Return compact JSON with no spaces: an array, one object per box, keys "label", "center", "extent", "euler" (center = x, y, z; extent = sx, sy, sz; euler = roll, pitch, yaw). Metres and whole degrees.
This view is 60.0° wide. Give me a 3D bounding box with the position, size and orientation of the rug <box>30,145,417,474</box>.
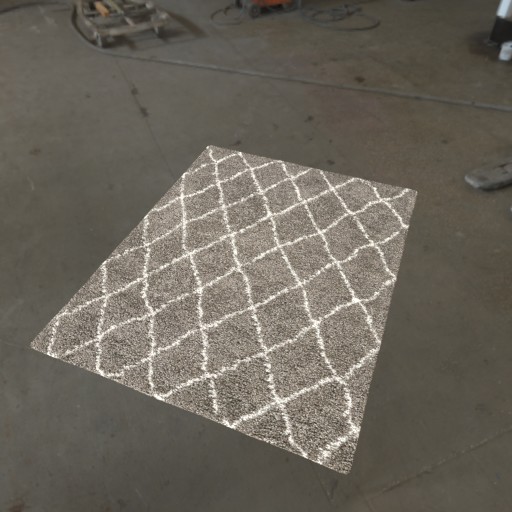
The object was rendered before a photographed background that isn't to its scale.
[{"label":"rug","center":[0.000,0.000,3.986],"extent":[2.438,0.029,3.047],"euler":[16,47,15]}]
